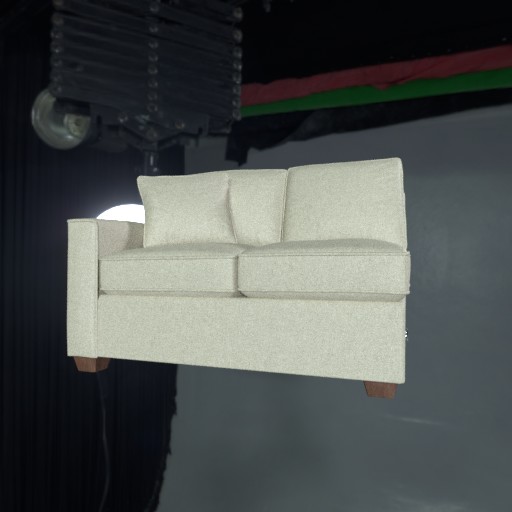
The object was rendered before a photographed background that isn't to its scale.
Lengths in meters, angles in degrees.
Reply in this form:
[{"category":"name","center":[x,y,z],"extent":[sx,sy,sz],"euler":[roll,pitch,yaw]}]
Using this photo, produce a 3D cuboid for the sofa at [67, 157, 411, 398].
[{"category":"sofa","center":[0.000,0.000,2.102],"extent":[1.388,0.989,0.991],"euler":[0,-1,18]}]
